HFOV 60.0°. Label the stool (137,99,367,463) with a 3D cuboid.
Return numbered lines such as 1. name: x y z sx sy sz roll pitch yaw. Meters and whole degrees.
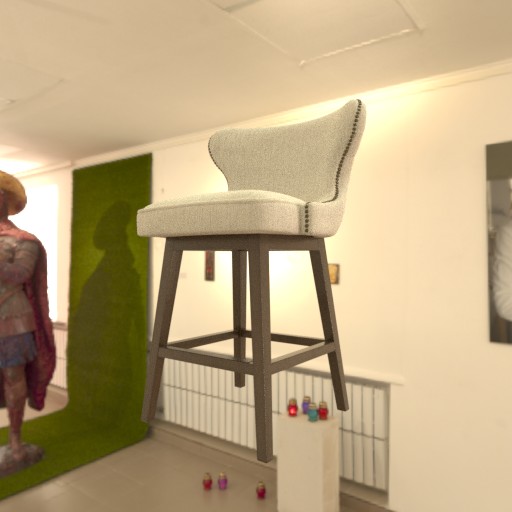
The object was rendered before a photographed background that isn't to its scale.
1. stool: 0.000 0.000 1.382 0.615 0.972 0.597 0 0 37
